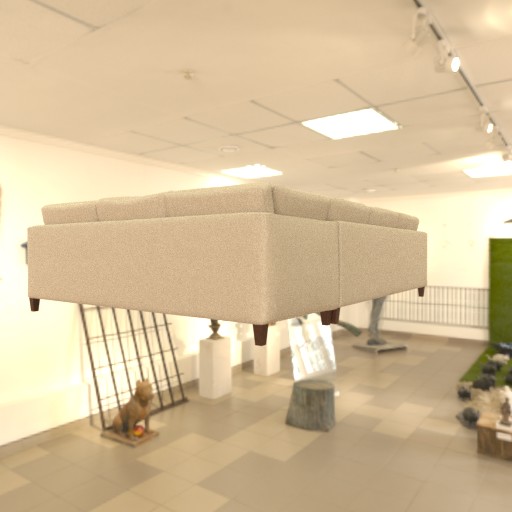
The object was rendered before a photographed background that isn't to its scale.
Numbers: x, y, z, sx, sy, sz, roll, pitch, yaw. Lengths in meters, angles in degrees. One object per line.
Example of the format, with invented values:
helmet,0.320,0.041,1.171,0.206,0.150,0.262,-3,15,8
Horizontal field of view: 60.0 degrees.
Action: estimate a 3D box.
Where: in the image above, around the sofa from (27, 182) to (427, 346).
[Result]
sofa,0.000,0.000,4.407,2.522,0.934,3.333,1,1,35
